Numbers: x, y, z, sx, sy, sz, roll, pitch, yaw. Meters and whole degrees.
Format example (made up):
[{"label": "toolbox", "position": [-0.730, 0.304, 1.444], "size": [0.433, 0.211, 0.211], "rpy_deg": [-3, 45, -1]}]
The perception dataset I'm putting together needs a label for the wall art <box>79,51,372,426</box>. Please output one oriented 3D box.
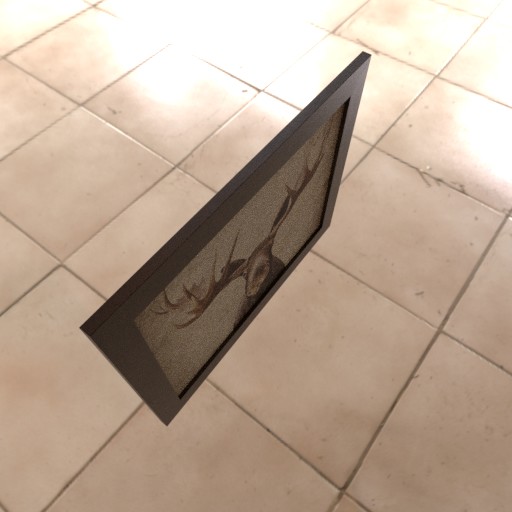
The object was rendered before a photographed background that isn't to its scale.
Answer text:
[{"label": "wall art", "position": [0.000, 0.000, 1.593], "size": [0.034, 0.952, 1.207], "rpy_deg": [33, 64, 18]}]
